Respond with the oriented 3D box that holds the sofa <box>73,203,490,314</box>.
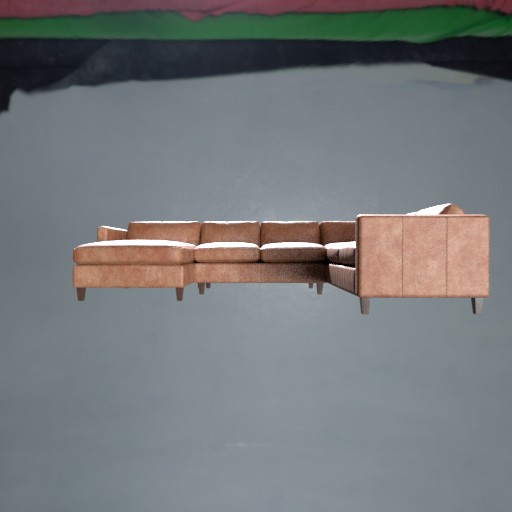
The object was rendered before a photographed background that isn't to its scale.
[{"bbox_3d":[0.000,0.000,4.416,3.401,0.832,2.430,0,1,0],"label":"sofa"}]
